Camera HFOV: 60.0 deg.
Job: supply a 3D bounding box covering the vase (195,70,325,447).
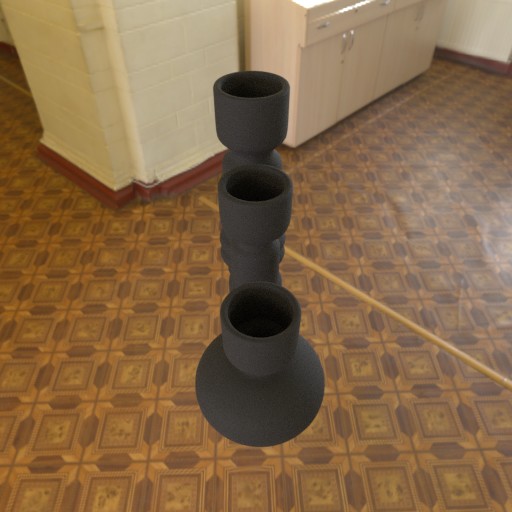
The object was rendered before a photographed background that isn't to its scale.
[{"bbox_3d":[0.000,0.000,0.433,0.120,0.249,0.307,-2,43,-2],"label":"vase"}]
